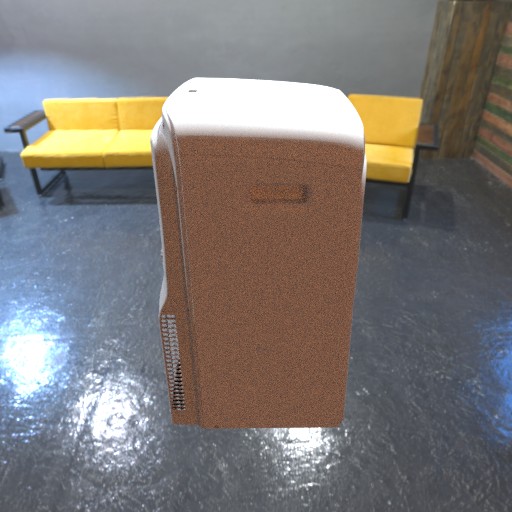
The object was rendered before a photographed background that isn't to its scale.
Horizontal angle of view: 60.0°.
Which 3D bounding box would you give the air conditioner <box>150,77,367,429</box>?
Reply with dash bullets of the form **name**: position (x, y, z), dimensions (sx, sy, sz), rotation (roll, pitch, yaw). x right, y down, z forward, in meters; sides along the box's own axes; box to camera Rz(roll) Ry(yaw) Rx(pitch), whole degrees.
- **air conditioner**: position (0.000, 0.000, 1.080), dimensions (0.467, 0.765, 0.478), rotation (1, 31, 2)
